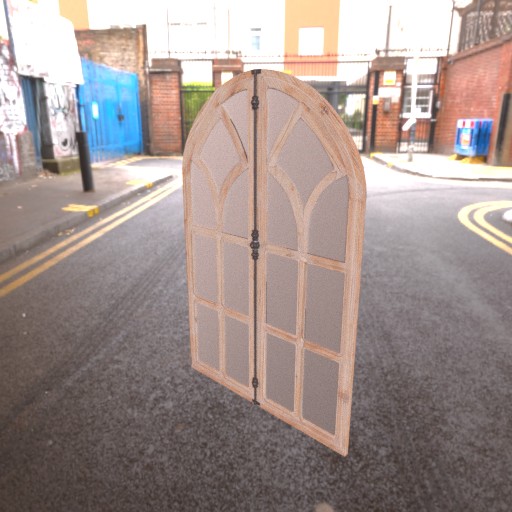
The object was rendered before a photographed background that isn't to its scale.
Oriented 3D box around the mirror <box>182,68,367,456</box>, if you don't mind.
[{"bbox_3d":[0.000,0.000,1.170,0.609,0.915,0.032,16,23,41],"label":"mirror"}]
